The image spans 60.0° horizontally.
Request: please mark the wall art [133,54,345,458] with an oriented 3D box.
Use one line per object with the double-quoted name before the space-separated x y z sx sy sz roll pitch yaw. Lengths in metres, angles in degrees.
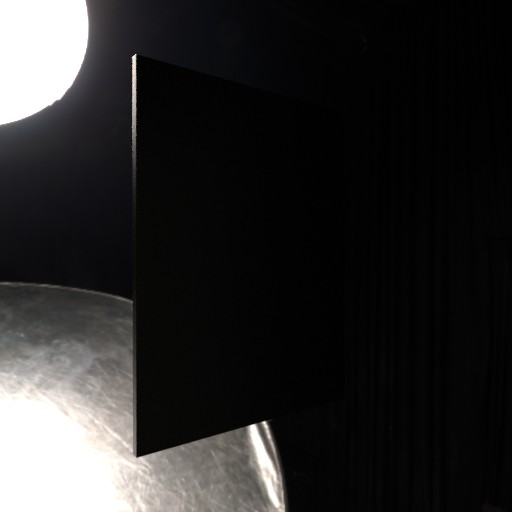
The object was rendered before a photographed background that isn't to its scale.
"wall art" 0.000 0.000 0.777 0.442 0.582 0.013 0 0 -37
